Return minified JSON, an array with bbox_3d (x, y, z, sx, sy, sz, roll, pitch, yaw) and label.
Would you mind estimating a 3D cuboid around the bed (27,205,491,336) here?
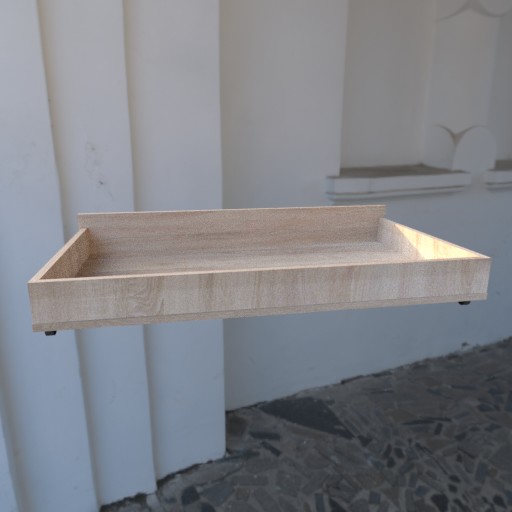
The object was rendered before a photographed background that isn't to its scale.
[{"bbox_3d":[0.000,0.000,1.444,1.200,0.209,0.685,-3,15,-10],"label":"bed"}]
